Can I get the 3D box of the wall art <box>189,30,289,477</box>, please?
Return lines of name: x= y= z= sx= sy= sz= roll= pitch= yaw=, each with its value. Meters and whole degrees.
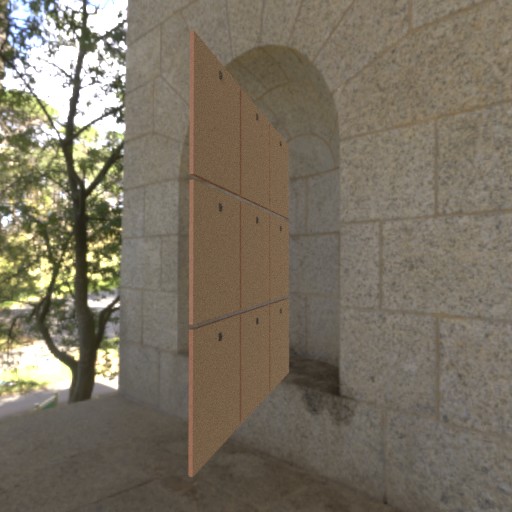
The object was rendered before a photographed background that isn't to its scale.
wall art: x=0.000 y=0.000 z=1.793 sx=0.019 sy=1.218 sz=1.221 roll=0 pitch=-1 yaw=17
